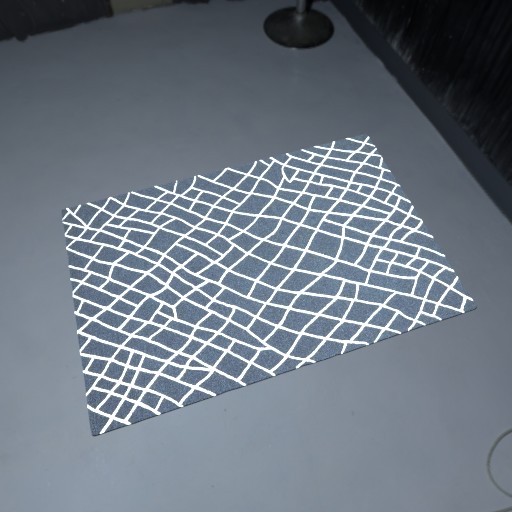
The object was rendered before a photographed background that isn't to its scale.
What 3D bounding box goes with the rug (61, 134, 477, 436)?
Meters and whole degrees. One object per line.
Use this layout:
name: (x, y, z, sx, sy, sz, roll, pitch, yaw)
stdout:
rug: (0.000, 0.000, 2.262, 1.830, 0.013, 1.223, -16, 61, -9)
